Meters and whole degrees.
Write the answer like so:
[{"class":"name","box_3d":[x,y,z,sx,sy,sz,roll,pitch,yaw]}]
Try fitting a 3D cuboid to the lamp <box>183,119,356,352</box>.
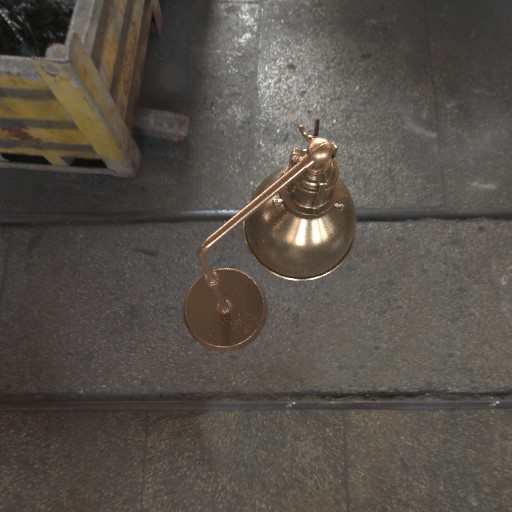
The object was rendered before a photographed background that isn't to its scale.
[{"class":"lamp","box_3d":[0.000,0.000,0.592,0.286,0.456,0.153,-33,77,-8]}]
